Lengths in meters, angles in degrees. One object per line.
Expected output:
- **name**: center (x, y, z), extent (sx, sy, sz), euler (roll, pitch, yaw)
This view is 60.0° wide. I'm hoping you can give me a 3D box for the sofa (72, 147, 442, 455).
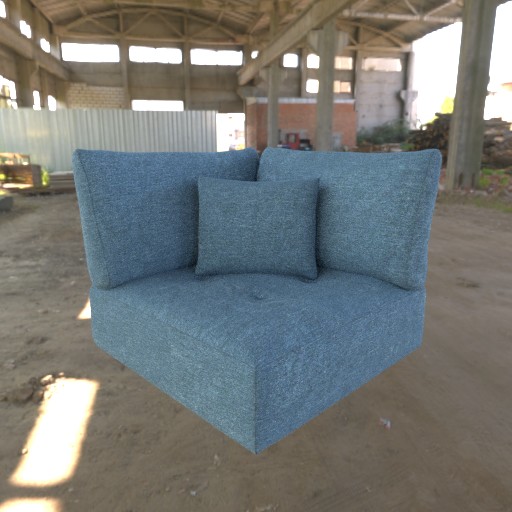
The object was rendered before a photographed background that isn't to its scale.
- **sofa**: center (0.000, 0.000, 1.728), extent (1.000, 0.820, 1.000), euler (-13, 19, -43)
